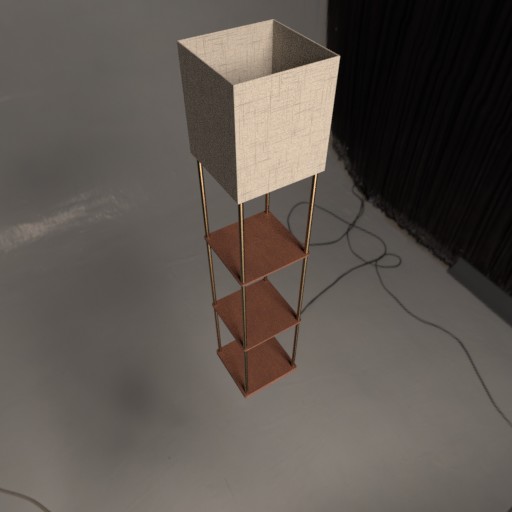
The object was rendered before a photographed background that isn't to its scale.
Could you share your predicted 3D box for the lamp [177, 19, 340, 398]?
[{"bbox_3d":[0.000,0.000,1.721,0.310,1.569,0.308,-24,51,-21],"label":"lamp"}]
